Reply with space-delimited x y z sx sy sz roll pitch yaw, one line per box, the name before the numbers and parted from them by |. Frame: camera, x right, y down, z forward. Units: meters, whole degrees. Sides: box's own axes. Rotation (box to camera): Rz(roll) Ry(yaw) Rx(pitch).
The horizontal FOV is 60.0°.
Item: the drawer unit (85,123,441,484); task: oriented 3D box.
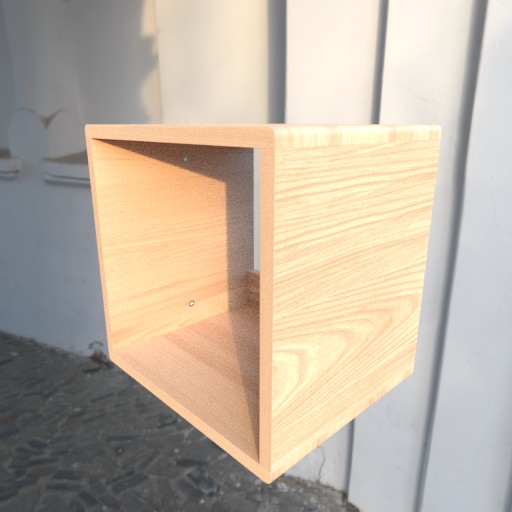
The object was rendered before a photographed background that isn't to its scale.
drawer unit | 0.000 0.000 0.605 0.290 0.344 0.344 -16 23 -42
